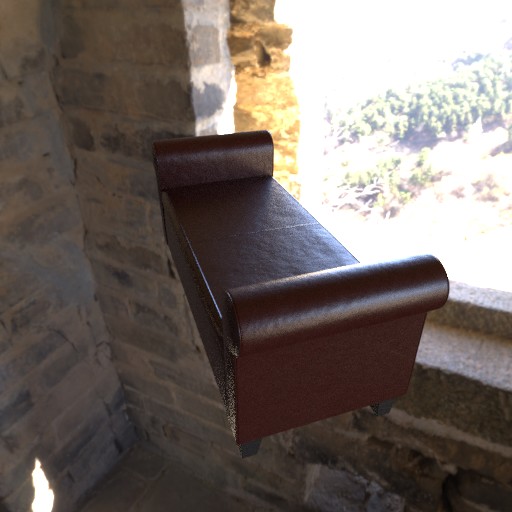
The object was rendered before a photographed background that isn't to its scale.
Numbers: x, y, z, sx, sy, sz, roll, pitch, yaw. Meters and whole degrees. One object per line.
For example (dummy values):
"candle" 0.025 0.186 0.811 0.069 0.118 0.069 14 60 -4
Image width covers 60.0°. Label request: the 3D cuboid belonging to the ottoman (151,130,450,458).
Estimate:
"ottoman" 0.000 0.000 1.555 0.521 0.547 1.256 -10 33 -16
